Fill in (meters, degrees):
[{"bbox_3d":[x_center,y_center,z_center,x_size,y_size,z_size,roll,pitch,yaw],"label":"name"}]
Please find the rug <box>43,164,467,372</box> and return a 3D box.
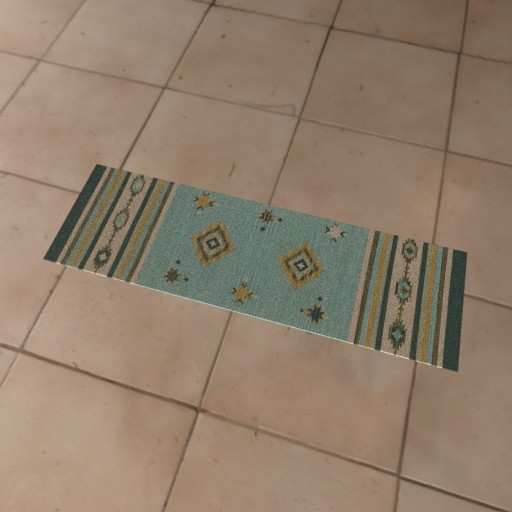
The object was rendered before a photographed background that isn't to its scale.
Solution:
[{"bbox_3d":[0.000,0.000,2.668,2.441,0.010,0.744,14,64,7],"label":"rug"}]
